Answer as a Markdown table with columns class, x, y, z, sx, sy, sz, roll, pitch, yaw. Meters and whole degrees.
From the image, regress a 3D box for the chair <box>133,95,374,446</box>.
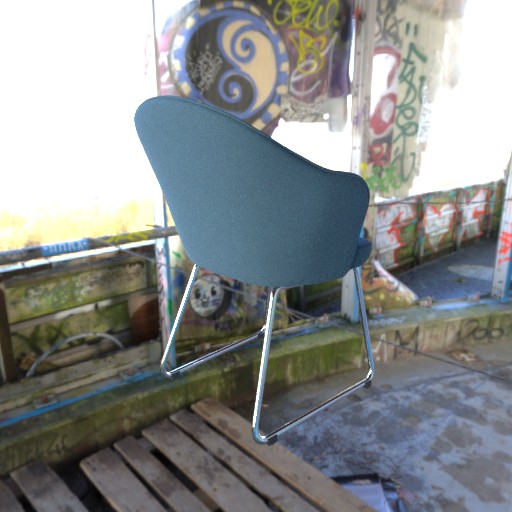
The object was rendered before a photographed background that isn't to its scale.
| class | x | y | z | sx | sy | sz | roll | pitch | yaw |
| --- | --- | --- | --- | --- | --- | --- | --- | --- | --- |
| chair | 0.000 | 0.000 | 1.241 | 0.585 | 0.815 | 0.570 | -14 | 21 | -42 |
